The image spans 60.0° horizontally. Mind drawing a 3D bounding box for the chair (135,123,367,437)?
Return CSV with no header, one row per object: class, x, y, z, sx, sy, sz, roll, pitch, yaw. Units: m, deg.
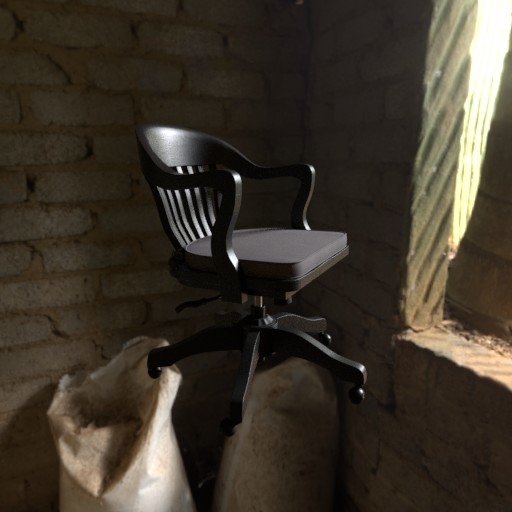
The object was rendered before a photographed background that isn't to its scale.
chair,0.000,0.000,1.496,0.788,0.878,0.750,7,15,26
